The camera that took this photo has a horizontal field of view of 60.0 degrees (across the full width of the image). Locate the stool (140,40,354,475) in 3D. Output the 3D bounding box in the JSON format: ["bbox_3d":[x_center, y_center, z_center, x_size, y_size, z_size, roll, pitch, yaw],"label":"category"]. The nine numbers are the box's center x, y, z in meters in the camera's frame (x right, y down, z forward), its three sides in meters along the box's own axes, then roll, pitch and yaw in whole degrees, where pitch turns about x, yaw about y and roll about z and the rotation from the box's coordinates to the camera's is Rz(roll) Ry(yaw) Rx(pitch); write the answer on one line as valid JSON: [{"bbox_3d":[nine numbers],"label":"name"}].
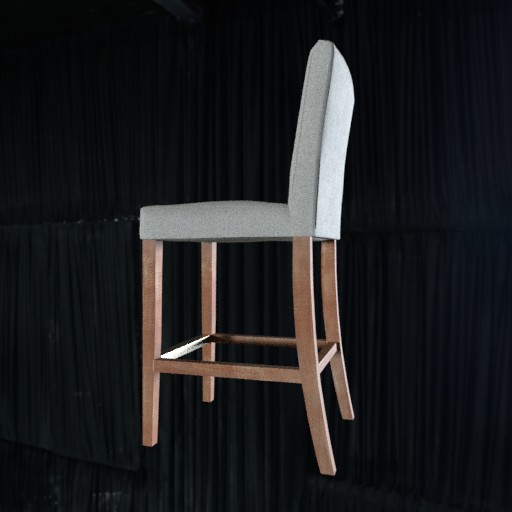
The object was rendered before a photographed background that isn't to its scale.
[{"bbox_3d":[0.000,0.000,1.375,0.570,1.088,0.439,0,1,19],"label":"stool"}]
